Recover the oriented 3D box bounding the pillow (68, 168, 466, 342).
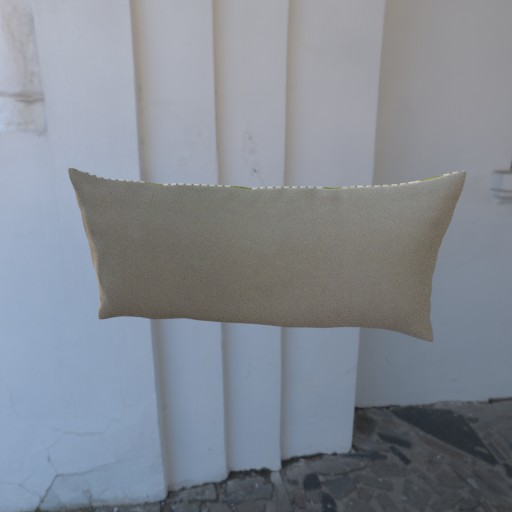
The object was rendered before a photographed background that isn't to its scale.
[{"bbox_3d":[0.000,0.000,0.736,0.608,0.292,0.156,2,16,8],"label":"pillow"}]
